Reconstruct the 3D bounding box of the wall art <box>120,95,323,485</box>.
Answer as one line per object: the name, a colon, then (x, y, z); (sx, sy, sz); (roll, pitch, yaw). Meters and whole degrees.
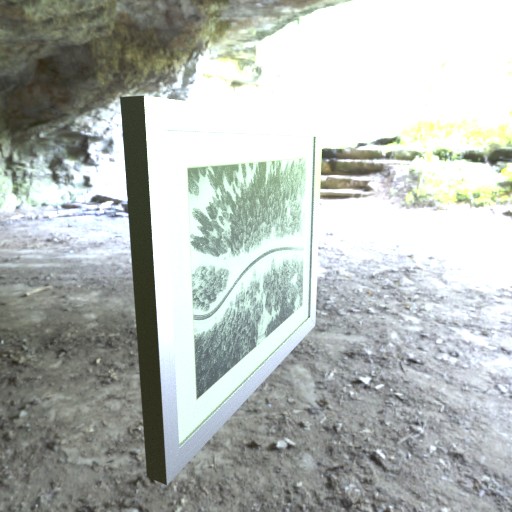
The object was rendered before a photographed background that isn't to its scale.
wall art: (0.000, 0.000, 0.741); (0.032, 0.456, 0.557); (7, 16, 26)
